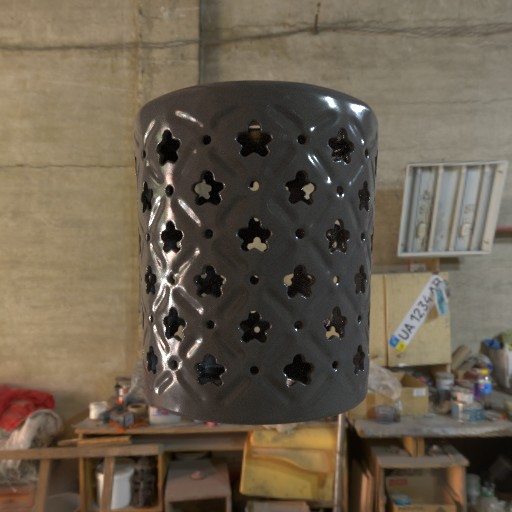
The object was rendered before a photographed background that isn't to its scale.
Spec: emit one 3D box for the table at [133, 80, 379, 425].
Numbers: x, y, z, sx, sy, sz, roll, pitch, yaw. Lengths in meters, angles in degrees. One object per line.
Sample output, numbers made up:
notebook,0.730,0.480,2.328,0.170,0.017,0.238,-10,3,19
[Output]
table,0.000,0.000,0.651,0.352,0.387,0.352,0,-1,0
